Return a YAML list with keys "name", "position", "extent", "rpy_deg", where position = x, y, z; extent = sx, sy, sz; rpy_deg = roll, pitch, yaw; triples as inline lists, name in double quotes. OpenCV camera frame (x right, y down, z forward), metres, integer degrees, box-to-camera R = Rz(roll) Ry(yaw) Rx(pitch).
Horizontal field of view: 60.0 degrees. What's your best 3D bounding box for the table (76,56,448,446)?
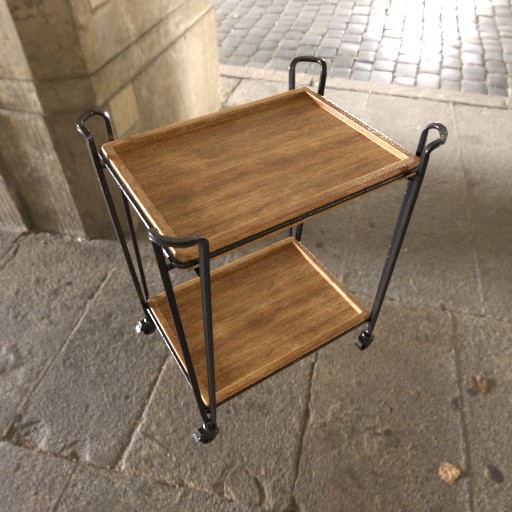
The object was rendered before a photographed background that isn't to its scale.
- name: "table"
  position: [0.000, 0.000, 1.210]
  extent: [0.672, 0.785, 0.505]
  rpy_deg: [-24, 50, -22]
